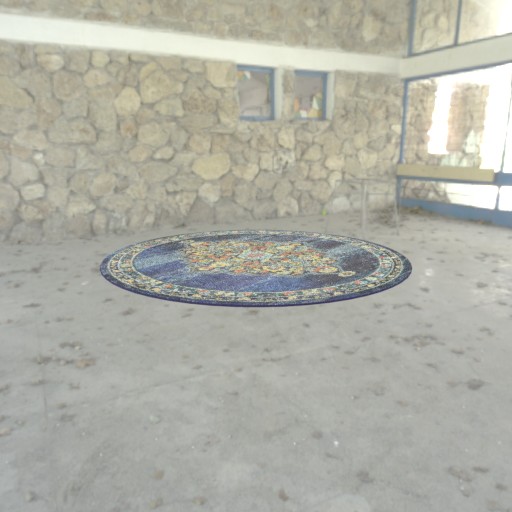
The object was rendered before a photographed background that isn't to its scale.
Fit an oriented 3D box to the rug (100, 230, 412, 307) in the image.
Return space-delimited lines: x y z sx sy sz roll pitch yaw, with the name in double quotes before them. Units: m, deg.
"rug" 0.000 0.000 3.577 2.386 0.014 2.386 0 13 0
